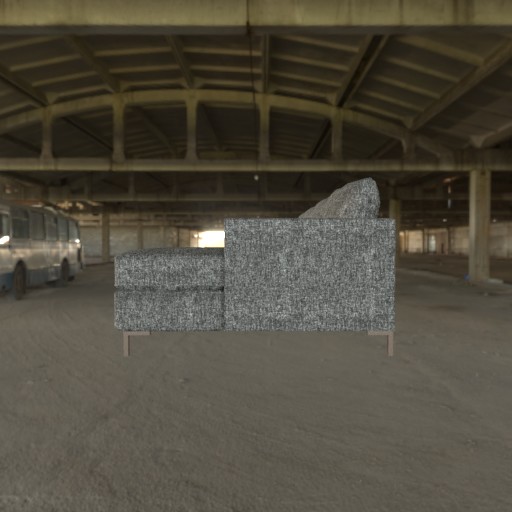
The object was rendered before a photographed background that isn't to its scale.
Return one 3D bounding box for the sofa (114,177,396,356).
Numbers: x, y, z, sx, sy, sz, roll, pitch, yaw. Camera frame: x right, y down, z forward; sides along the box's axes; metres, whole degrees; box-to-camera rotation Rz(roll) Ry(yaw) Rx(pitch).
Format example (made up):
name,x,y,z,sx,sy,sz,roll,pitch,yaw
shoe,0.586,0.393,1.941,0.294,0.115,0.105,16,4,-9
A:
name,x,y,z,sx,sy,sz,roll,pitch,yaw
sofa,0.000,0.000,3.986,1.488,0.970,3.384,0,2,0
